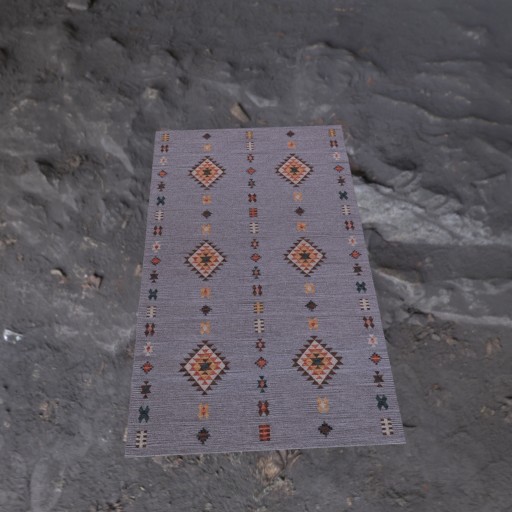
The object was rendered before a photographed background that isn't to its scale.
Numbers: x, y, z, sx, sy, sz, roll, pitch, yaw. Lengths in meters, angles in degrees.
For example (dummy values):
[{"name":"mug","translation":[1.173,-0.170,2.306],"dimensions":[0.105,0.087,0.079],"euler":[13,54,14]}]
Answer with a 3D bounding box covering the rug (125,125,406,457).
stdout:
[{"name":"rug","translation":[0.000,0.000,2.997],"dimensions":[1.515,0.007,2.427],"euler":[-2,59,-1]}]
